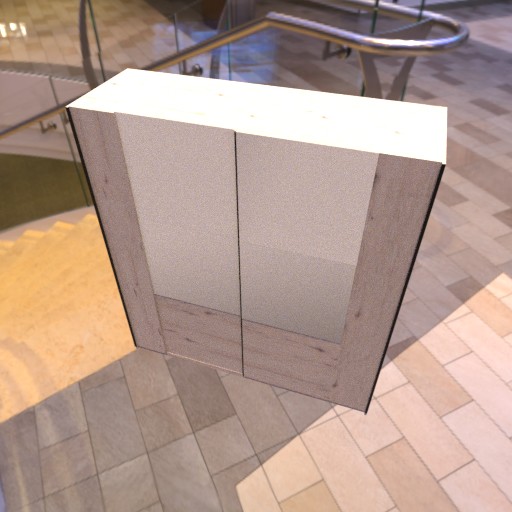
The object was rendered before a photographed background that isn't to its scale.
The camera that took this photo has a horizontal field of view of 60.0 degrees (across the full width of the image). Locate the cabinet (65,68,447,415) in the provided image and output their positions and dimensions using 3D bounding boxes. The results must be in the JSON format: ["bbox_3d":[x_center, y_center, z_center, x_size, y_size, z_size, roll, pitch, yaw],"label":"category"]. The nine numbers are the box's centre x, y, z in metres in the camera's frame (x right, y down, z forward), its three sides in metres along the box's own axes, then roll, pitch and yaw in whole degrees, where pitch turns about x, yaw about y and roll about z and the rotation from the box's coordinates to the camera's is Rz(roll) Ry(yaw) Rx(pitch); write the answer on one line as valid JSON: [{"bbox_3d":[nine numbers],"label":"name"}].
[{"bbox_3d":[0.000,0.000,3.161,2.000,2.180,0.660,12,43,14],"label":"cabinet"}]
